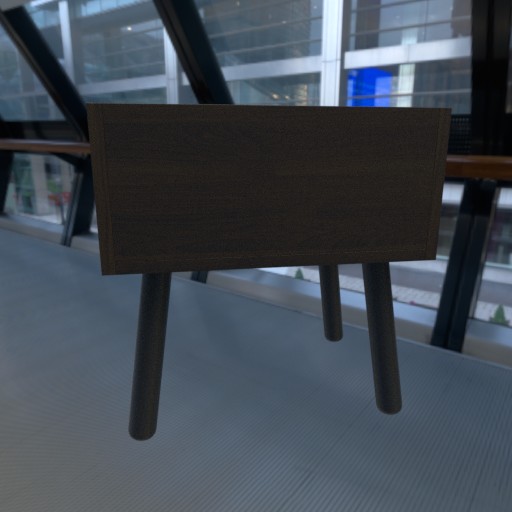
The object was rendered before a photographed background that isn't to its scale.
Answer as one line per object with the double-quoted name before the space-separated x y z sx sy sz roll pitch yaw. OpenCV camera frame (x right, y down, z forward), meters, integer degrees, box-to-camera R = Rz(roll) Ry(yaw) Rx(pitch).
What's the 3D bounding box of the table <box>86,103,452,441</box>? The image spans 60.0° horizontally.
"table" 0.000 0.000 0.770 0.450 0.470 0.370 -2 15 -9
